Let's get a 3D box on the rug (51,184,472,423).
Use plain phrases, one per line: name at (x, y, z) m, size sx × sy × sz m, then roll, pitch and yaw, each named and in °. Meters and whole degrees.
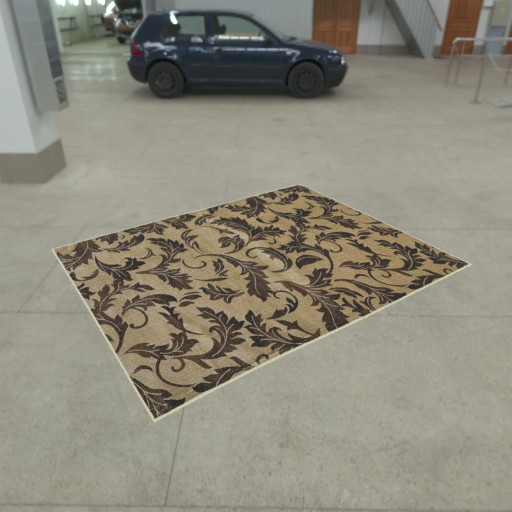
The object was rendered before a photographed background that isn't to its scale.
rug at (0.000, 0.000, 3.990) m, size 2.977 × 0.008 × 2.380 m, roll -19°, pitch 35°, yaw -29°
